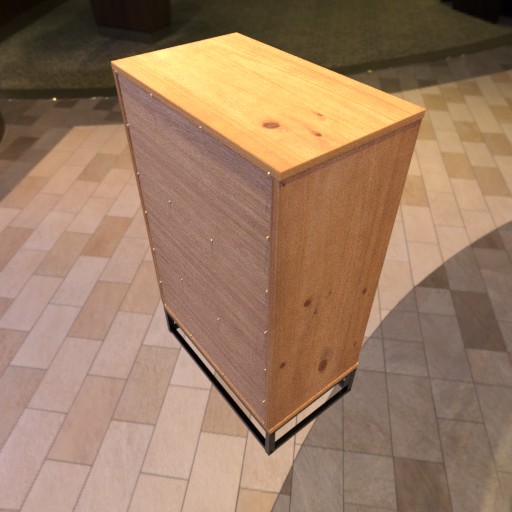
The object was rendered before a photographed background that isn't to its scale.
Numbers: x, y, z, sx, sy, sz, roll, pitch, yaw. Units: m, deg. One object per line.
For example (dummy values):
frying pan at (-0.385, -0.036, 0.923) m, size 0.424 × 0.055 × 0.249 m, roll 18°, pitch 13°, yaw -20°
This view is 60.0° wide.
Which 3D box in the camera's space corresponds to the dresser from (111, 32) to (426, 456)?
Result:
dresser at (0.000, 0.000, 1.582) m, size 0.479 × 1.240 × 0.761 m, roll -28°, pitch 49°, yaw -27°
